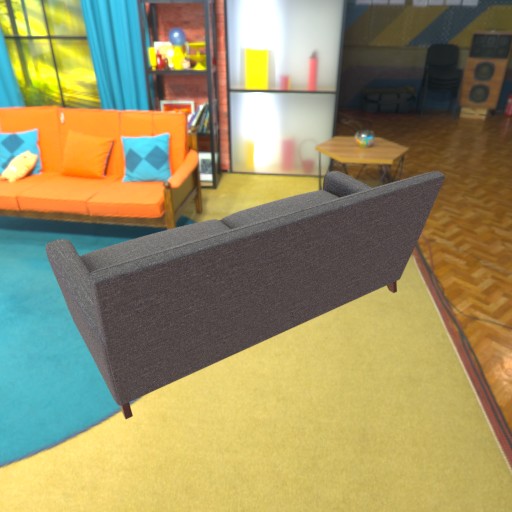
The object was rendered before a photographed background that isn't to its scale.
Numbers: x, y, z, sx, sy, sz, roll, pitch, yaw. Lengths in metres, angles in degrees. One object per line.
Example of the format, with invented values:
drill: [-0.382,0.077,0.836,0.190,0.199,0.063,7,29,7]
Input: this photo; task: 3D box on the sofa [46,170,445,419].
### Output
sofa: [0.000,0.000,2.465,1.976,0.846,0.875,-19,35,-29]
